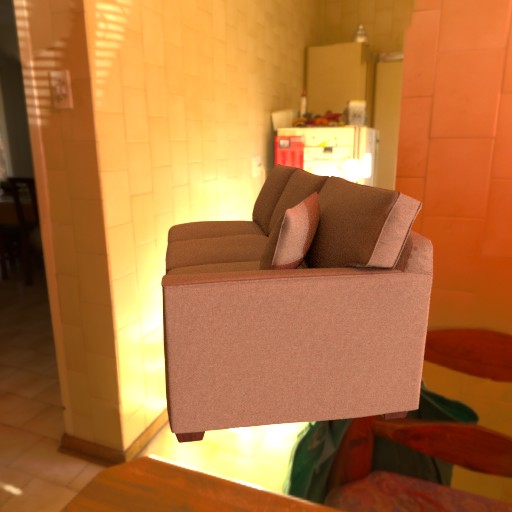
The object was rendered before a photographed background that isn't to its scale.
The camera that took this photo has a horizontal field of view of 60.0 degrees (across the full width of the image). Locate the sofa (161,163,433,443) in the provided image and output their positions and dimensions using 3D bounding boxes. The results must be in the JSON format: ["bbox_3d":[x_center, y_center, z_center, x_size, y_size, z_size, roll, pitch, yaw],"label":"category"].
[{"bbox_3d":[0.000,0.000,2.537,1.034,0.946,1.963,-2,15,-9],"label":"sofa"}]
